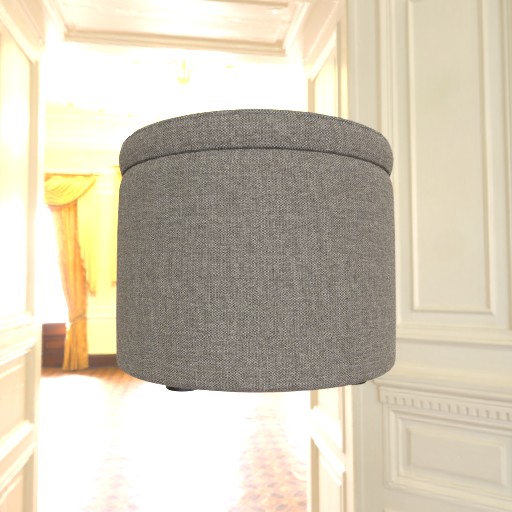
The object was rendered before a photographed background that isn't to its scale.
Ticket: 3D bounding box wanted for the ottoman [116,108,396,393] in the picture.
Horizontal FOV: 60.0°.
[{"bbox_3d":[0.000,0.000,0.867,0.520,0.430,0.520,0,-2,0],"label":"ottoman"}]
